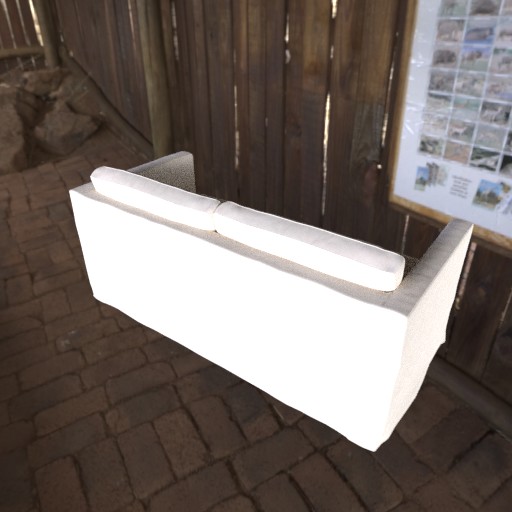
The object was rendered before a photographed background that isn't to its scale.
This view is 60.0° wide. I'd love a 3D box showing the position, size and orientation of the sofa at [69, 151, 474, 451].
[{"bbox_3d":[0.000,0.000,2.464,1.987,0.870,0.940,20,36,31],"label":"sofa"}]
